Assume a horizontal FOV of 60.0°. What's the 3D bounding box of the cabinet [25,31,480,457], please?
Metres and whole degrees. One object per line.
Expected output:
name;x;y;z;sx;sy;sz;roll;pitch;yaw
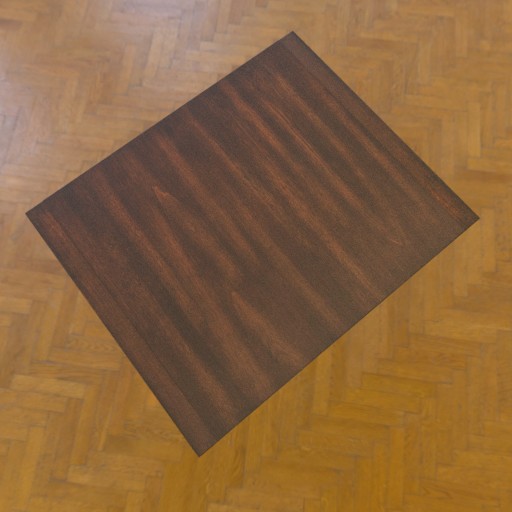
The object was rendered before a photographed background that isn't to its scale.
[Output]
cabinet;0.000;0.000;0.834;0.500;0.455;0.402;-38;78;-10
